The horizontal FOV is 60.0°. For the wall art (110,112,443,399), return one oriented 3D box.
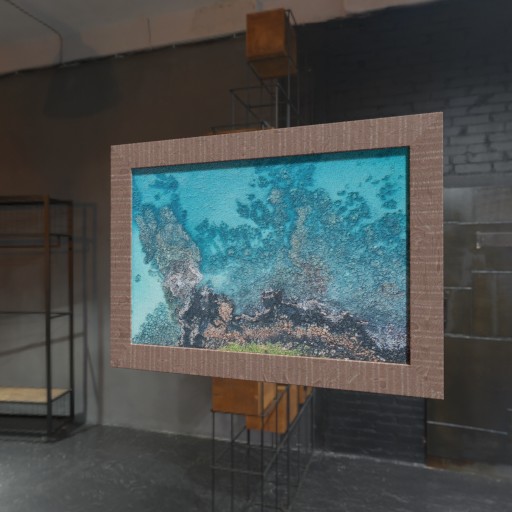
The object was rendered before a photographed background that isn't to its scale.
[{"bbox_3d":[0.000,0.000,1.356,1.056,0.761,0.020,0,0,20],"label":"wall art"}]
